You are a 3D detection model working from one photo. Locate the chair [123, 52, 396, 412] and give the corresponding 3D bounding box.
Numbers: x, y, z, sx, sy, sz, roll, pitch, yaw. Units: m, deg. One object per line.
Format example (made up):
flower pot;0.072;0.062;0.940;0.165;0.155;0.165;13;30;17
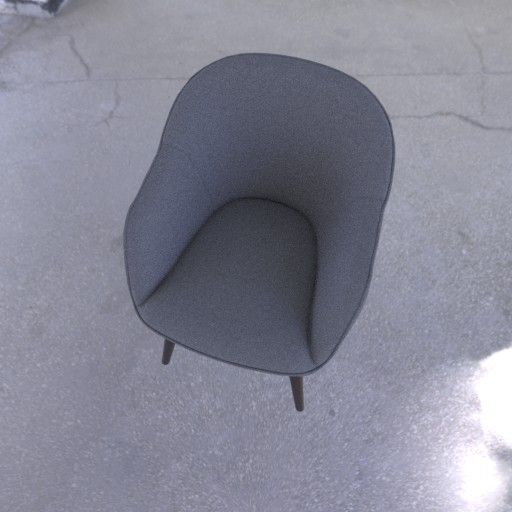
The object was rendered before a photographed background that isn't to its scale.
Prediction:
chair;0.000;0.000;1.208;0.589;0.810;0.611;16;60;10
